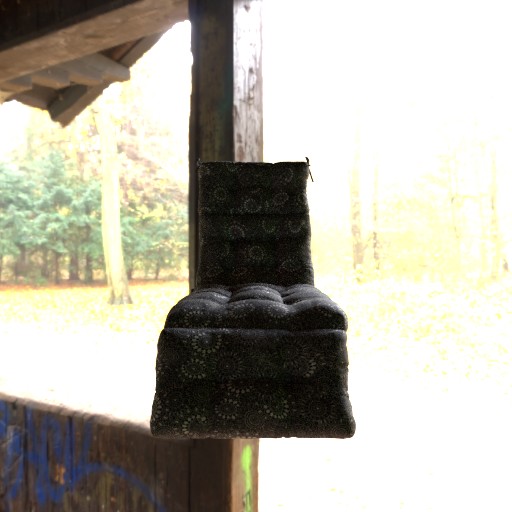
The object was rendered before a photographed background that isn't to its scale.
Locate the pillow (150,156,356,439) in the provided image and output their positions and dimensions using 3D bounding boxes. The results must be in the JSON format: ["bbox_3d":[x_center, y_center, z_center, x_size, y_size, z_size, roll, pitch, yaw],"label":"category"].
[{"bbox_3d":[0.000,0.000,1.510,0.526,0.863,1.016,0,1,0],"label":"pillow"}]
